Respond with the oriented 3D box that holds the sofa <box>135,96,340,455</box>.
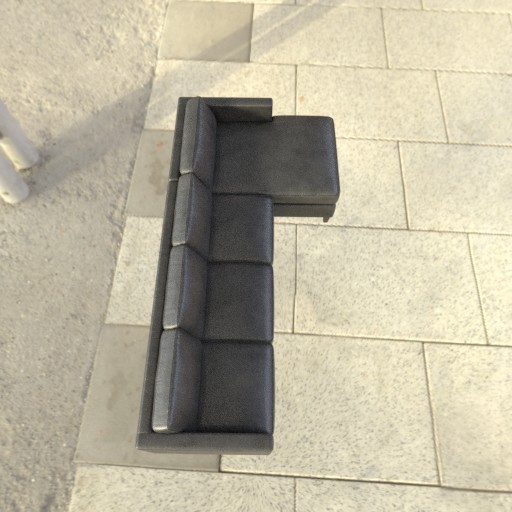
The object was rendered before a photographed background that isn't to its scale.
[{"bbox_3d":[0.000,0.000,3.931,1.581,0.883,3.203,1,64,0],"label":"sofa"}]
